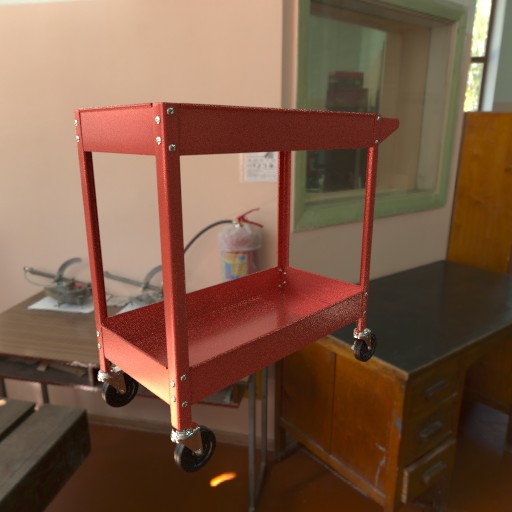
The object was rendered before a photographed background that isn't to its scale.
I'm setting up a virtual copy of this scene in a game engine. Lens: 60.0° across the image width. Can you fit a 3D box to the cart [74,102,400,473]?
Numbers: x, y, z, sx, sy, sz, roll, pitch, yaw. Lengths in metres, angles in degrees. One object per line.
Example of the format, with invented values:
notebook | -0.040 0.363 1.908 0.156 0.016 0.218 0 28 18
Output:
cart | 0.000 0.000 1.167 0.779 0.719 0.366 -15 21 -43
